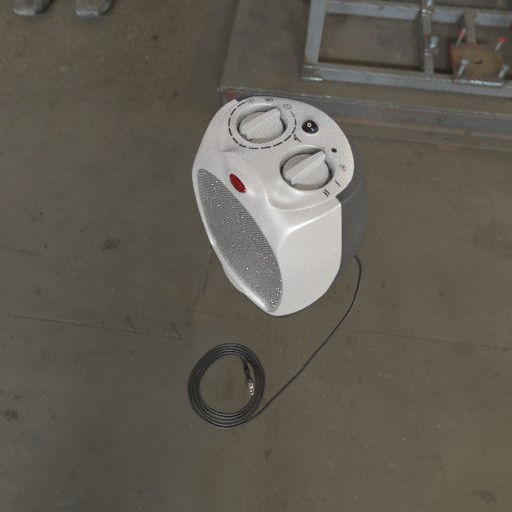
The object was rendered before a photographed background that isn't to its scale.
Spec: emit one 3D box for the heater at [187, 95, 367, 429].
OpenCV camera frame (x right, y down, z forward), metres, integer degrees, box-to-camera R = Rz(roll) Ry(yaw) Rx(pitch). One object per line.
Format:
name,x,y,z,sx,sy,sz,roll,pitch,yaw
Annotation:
heater,0.000,0.000,0.474,0.291,0.255,0.239,-35,69,-16
